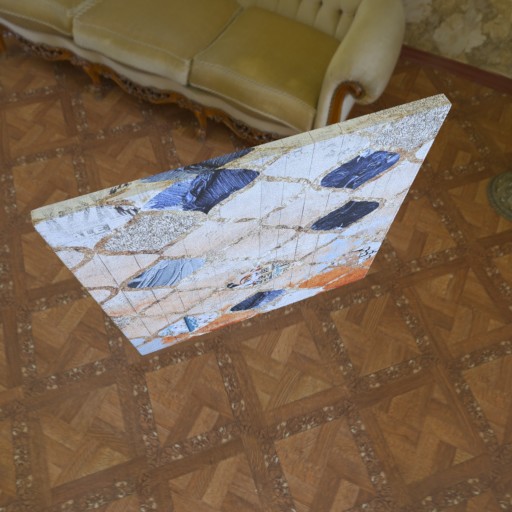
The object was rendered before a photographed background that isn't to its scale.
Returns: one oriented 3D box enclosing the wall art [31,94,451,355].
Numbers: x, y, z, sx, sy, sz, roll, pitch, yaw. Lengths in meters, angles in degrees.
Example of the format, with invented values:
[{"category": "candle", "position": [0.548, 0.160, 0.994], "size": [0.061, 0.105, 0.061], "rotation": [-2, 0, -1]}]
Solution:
[{"category": "wall art", "position": [0.000, 0.000, 1.316], "size": [0.912, 0.914, 0.039], "rotation": [-18, 64, -9]}]
